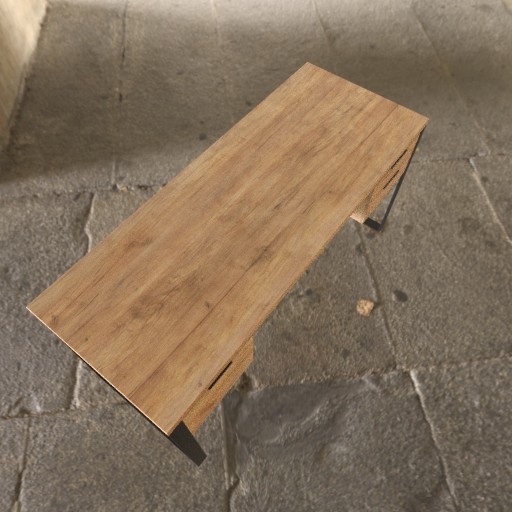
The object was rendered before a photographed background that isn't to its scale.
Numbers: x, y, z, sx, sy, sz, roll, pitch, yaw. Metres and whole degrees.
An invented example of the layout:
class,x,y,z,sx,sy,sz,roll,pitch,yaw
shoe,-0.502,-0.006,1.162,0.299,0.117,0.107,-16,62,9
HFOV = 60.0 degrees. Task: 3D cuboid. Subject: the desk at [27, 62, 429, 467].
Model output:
class,x,y,z,sx,sy,sz,roll,pitch,yaw
desk,0.000,0.000,1.897,0.600,0.760,1.520,34,64,19
